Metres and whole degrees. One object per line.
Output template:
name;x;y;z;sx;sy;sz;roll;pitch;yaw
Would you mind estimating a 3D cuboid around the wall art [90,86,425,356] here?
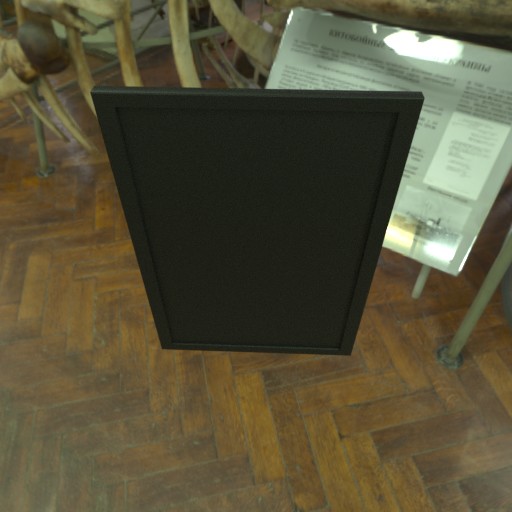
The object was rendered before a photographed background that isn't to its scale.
wall art;0.000;0.000;0.560;0.303;0.431;0.013;2;46;2
